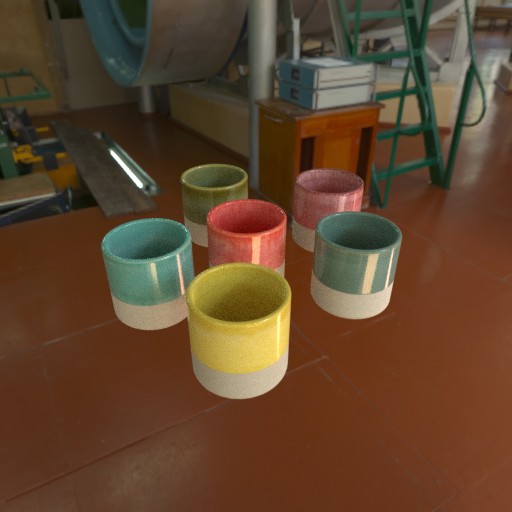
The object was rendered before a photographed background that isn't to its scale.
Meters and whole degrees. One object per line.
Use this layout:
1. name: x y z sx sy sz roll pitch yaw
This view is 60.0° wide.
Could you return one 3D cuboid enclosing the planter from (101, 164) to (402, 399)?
1. planter: 0.000 0.000 0.424 0.257 0.075 0.286 2 32 3
